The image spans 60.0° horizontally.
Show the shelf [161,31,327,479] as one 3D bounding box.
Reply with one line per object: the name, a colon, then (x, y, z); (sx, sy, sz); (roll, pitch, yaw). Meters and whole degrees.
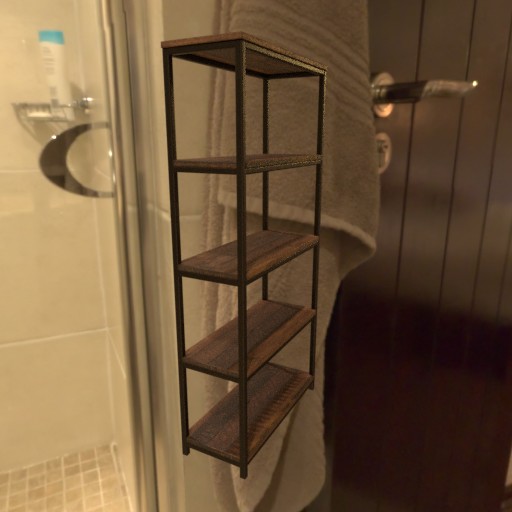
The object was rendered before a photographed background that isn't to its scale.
shelf: (0.000, 0.000, 2.228); (0.359, 1.860, 0.874); (8, 17, 27)
